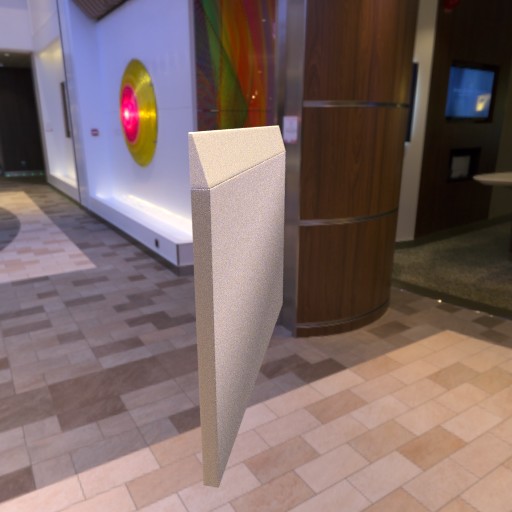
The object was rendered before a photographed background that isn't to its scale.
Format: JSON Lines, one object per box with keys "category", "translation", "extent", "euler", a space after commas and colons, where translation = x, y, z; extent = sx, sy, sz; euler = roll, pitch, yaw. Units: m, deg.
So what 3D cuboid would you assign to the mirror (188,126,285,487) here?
{"category": "mirror", "translation": [0.000, 0.000, 1.134], "extent": [0.030, 0.630, 0.870], "euler": [3, 17, 11]}
